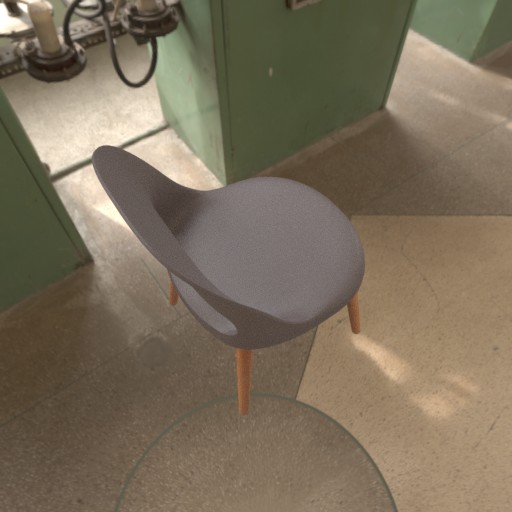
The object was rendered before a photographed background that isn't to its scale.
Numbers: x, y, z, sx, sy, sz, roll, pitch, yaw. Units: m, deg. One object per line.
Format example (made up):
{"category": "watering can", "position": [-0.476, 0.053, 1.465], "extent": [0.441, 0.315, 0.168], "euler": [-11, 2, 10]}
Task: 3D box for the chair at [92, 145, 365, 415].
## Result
{"category": "chair", "position": [0.000, 0.000, 1.130], "extent": [0.556, 0.794, 0.470], "euler": [-30, 62, -18]}
